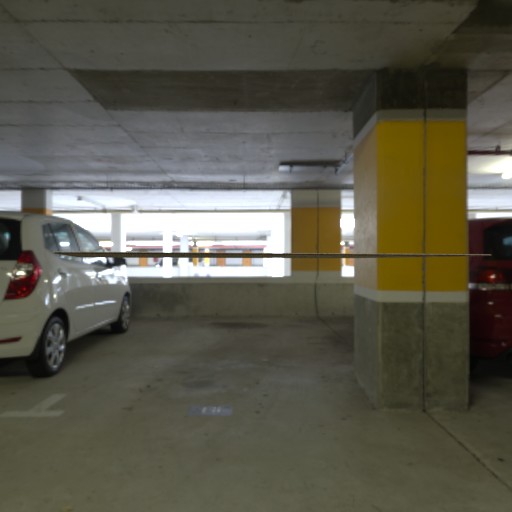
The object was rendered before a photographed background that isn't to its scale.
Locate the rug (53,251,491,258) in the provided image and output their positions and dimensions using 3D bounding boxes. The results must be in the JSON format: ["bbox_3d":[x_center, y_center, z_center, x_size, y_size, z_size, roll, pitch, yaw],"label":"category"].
[{"bbox_3d":[0.000,0.000,4.249,3.294,0.018,2.382,0,-1,-18],"label":"rug"}]
